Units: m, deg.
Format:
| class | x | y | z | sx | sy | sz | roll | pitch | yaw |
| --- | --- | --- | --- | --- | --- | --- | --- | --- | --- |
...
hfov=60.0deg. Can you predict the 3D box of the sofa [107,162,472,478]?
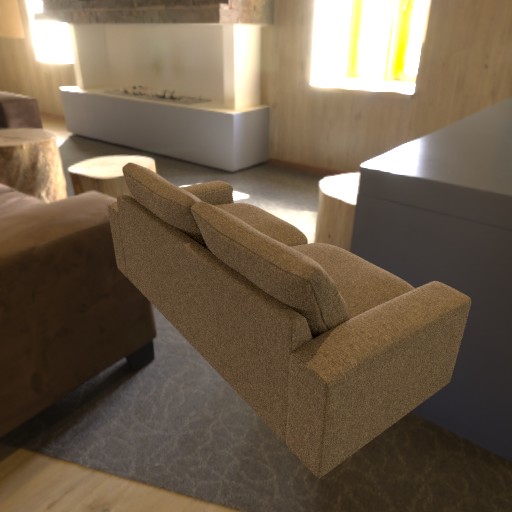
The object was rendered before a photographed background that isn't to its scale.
| class | x | y | z | sx | sy | sz | roll | pitch | yaw |
| --- | --- | --- | --- | --- | --- | --- | --- | --- | --- |
| sofa | 0.000 | 0.000 | 2.763 | 1.040 | 0.922 | 2.299 | -19 | 33 | -32 |
